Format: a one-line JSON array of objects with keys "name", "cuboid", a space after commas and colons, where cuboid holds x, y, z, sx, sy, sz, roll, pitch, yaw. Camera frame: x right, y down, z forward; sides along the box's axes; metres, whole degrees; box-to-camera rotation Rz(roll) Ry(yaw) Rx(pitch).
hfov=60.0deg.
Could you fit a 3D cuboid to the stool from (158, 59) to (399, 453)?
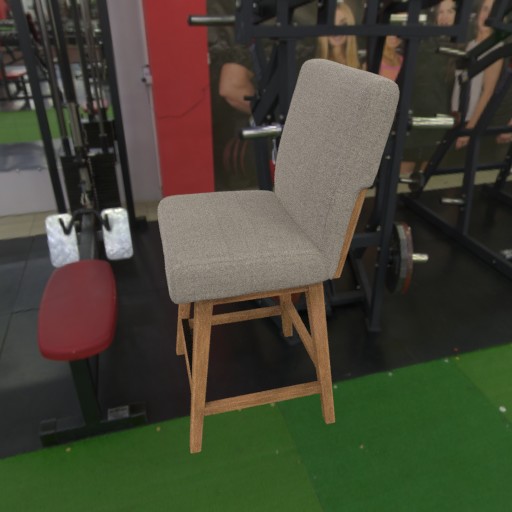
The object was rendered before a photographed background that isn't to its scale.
[{"name": "stool", "cuboid": [0.000, 0.000, 1.291, 0.526, 1.010, 0.459, -7, 31, -12]}]
